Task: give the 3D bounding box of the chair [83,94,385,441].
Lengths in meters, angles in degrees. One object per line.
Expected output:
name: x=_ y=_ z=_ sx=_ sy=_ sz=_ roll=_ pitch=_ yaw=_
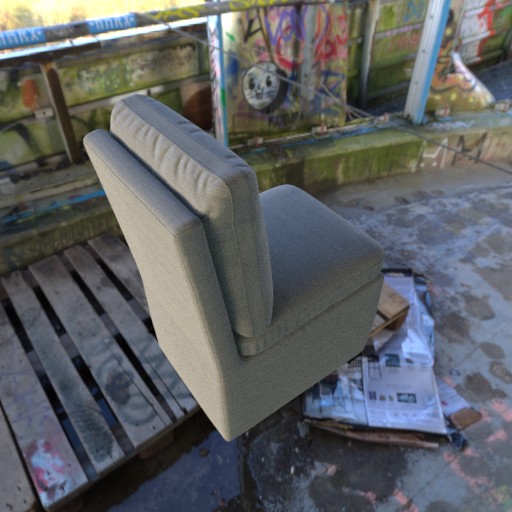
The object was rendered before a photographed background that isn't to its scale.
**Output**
chair: x=0.000 y=0.000 z=1.327 sx=0.698 sy=0.927 sz=0.503 roll=-26 pitch=47 yaw=-26
